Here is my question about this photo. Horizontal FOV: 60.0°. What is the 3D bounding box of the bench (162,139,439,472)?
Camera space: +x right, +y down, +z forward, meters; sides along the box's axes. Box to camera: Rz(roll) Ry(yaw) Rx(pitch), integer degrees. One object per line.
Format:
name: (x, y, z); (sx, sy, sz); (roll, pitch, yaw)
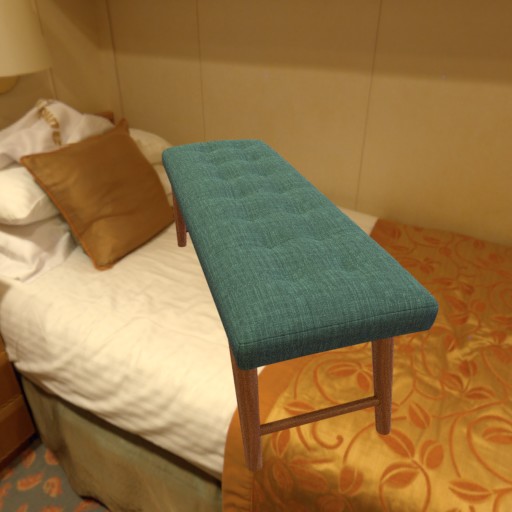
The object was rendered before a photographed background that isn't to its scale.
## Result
bench: (0.000, 0.000, 1.341); (0.406, 0.432, 1.118); (-9, 32, -14)
